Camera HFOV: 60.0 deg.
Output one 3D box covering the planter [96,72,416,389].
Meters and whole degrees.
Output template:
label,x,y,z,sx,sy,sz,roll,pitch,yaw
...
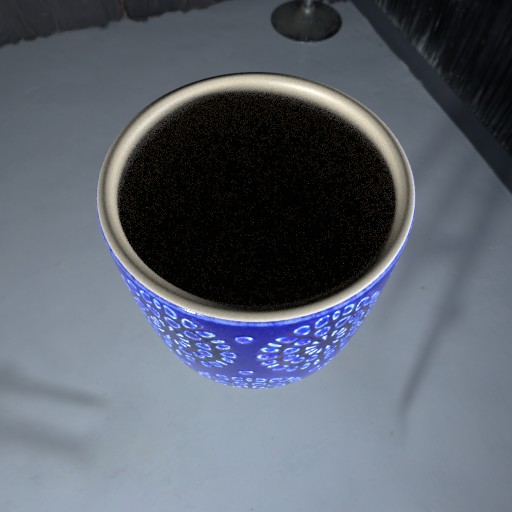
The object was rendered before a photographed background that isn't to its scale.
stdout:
label,x,y,z,sx,sy,sz,roll,pitch,yaw
planter,0.000,0.000,0.198,0.109,0.112,0.109,0,60,0
